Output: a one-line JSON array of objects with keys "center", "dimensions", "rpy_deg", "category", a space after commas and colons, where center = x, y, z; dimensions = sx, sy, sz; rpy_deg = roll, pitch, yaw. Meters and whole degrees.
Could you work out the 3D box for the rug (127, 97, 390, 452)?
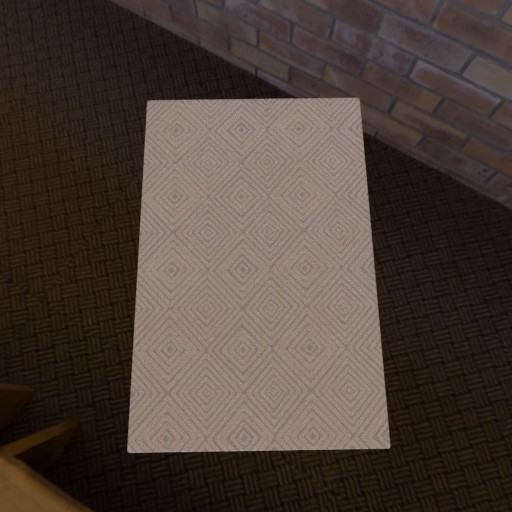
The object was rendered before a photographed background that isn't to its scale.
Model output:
[{"center": [0.000, 0.000, 2.160], "dimensions": [1.143, 0.008, 1.753], "rpy_deg": [-1, 75, 0], "category": "rug"}]
